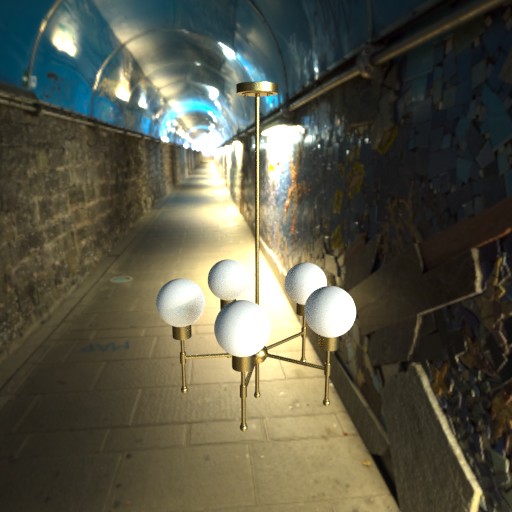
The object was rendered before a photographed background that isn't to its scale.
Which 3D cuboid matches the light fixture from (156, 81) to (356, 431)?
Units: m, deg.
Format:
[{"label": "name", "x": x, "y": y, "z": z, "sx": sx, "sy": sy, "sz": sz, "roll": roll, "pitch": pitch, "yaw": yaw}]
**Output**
[{"label": "light fixture", "x": 0.000, "y": 0.000, "z": 1.818, "sx": 0.815, "sy": 1.331, "sz": 0.785, "roll": 2, "pitch": 14, "yaw": 9}]
